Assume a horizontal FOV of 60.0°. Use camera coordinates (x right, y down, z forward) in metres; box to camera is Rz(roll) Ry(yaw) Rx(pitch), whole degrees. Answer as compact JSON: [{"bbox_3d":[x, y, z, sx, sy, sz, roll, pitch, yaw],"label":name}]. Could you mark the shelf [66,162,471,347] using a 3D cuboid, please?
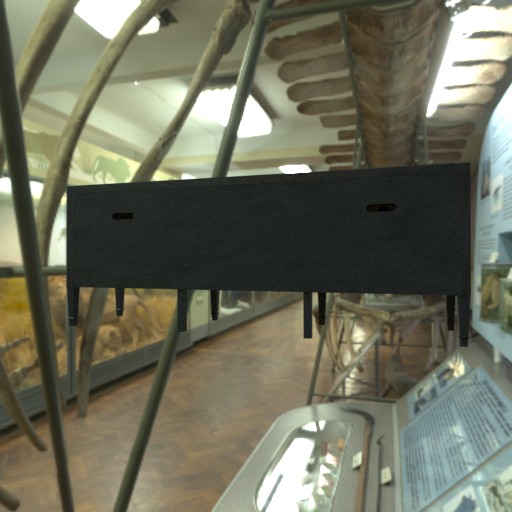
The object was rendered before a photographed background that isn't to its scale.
[{"bbox_3d":[0.000,0.000,2.211,1.878,0.715,0.471,0,0,17],"label":"shelf"}]
